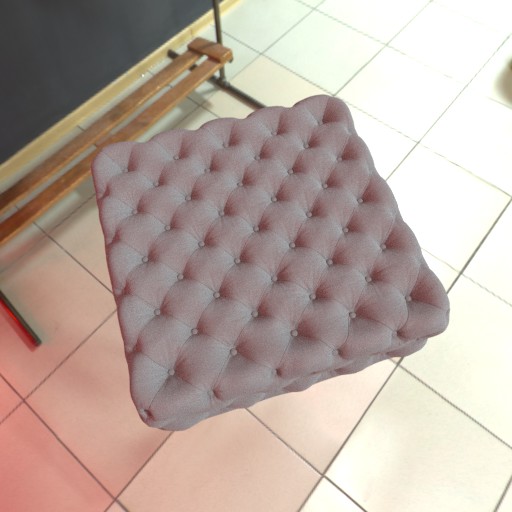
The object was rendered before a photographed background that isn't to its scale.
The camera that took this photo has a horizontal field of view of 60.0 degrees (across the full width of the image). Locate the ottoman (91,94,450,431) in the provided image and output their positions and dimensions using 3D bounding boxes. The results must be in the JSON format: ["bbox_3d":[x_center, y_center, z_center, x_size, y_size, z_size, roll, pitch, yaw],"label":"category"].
[{"bbox_3d":[0.000,0.000,1.480,0.911,0.439,0.917,-16,65,-8],"label":"ottoman"}]
